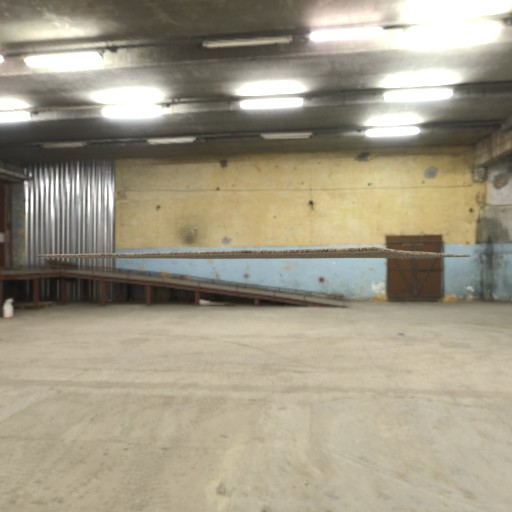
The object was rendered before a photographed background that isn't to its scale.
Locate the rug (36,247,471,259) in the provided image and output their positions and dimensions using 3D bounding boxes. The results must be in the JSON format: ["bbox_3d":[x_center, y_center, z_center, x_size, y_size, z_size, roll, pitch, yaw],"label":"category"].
[{"bbox_3d":[0.000,0.000,4.086,3.199,0.036,2.414,-1,-1,36],"label":"rug"}]
